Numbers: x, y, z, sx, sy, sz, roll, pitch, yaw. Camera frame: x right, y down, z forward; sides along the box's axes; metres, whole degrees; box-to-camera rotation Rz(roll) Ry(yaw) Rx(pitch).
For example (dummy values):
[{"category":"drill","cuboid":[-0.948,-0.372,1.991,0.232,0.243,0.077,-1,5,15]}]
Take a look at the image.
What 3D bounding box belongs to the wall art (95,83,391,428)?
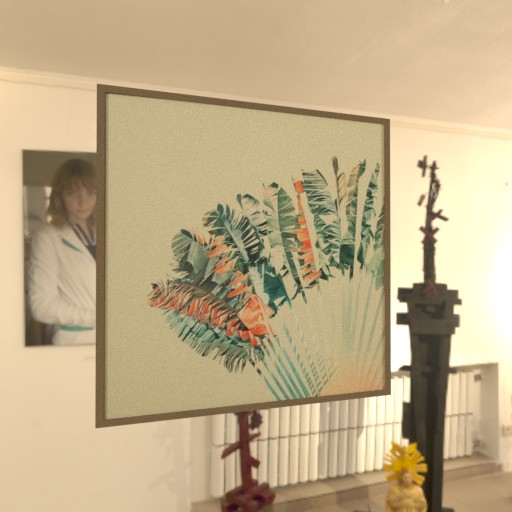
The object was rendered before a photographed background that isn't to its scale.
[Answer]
[{"category":"wall art","cuboid":[0.000,0.000,0.750,0.508,0.506,0.038,0,-1,-19]}]
